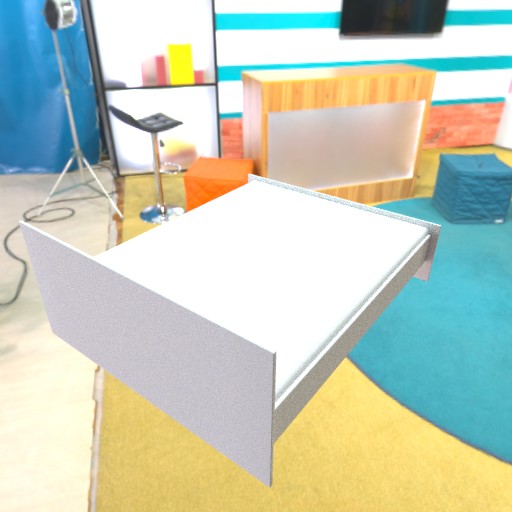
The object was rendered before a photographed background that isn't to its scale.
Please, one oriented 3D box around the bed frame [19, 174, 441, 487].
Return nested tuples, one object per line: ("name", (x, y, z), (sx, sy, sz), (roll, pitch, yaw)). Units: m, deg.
("bed frame", (0.000, 0.000, 2.904), (1.720, 0.800, 2.060), (21, 37, 31))
